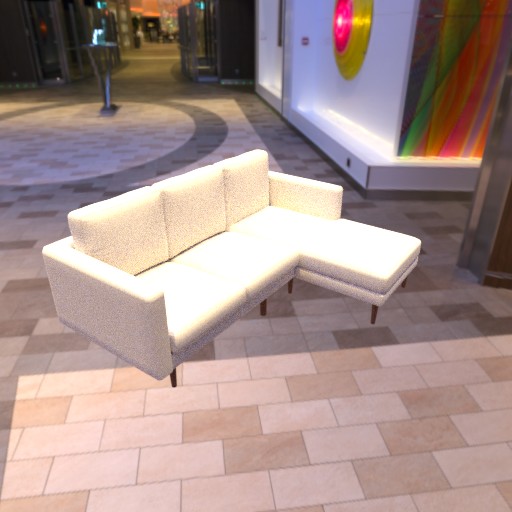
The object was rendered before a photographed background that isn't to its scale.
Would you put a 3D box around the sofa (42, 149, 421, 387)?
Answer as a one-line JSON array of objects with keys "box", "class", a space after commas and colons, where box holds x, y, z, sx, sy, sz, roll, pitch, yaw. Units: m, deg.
[{"box": [0.000, 0.000, 2.931, 1.580, 0.899, 2.029, 18, 32, 32], "class": "sofa"}]
